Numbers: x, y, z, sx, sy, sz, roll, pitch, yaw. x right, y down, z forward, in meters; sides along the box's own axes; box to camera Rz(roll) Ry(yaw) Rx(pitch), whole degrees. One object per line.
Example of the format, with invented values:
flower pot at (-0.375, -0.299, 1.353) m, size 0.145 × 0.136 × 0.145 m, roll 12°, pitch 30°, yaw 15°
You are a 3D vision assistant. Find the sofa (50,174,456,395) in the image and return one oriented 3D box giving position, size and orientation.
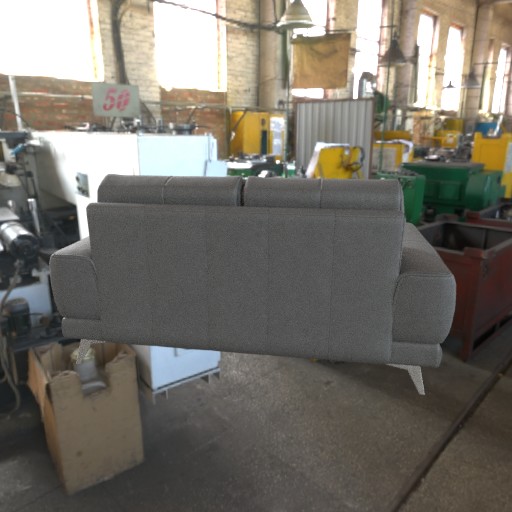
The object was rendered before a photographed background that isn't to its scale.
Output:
sofa at (0.000, 0.000, 2.364) m, size 1.806 × 0.907 × 1.018 m, roll 3°, pitch 16°, yaw 9°
